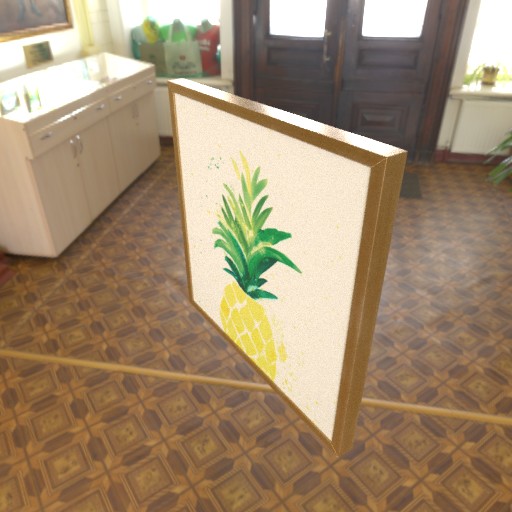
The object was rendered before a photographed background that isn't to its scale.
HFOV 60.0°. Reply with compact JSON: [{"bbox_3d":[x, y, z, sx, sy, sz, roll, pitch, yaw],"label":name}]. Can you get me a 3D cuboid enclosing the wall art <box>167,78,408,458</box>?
[{"bbox_3d":[0.000,0.000,0.775,0.033,0.509,0.510,-21,37,-30],"label":"wall art"}]
